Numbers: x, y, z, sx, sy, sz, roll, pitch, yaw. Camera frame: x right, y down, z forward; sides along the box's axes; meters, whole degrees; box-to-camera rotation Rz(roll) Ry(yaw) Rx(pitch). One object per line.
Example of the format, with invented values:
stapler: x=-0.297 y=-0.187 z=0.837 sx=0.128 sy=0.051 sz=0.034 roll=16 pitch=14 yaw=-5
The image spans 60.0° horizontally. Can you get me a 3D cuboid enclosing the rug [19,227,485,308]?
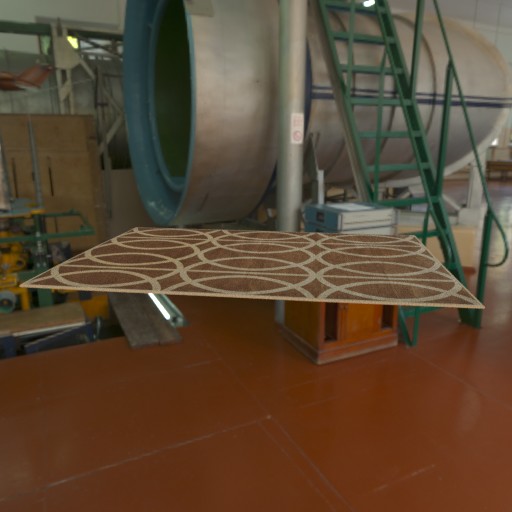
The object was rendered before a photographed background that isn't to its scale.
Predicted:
rug: x=0.000 y=0.000 z=2.869 sx=2.290 sy=0.014 sz=1.526 roll=2 pitch=15 yaw=7
